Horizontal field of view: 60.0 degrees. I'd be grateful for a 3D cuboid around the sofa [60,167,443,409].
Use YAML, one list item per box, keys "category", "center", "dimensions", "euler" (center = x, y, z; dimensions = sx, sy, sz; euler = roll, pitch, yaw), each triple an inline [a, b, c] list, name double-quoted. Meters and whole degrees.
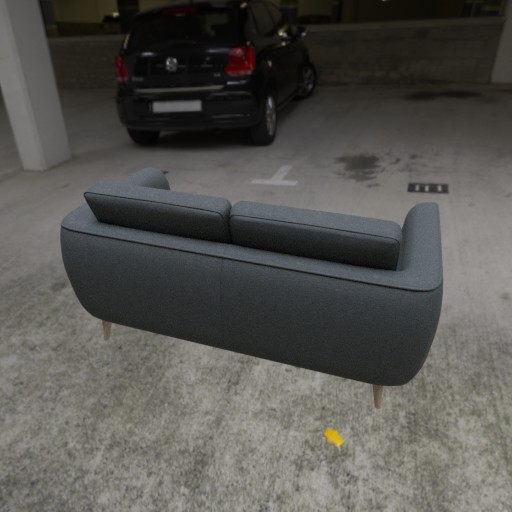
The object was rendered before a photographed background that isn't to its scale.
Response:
- category: "sofa"
  center: [0.000, 0.000, 2.217]
  dimensions: [1.700, 0.850, 0.920]
  euler: [10, 32, 16]
